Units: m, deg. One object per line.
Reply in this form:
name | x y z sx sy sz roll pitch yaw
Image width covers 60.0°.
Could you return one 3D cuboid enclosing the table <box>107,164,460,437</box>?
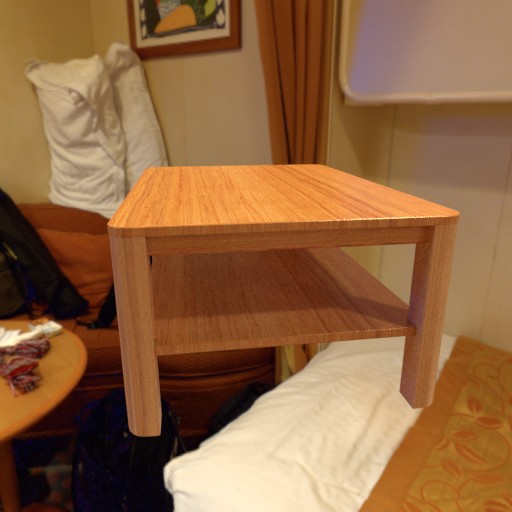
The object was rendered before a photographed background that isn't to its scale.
table | 0.000 0.000 1.361 0.696 0.445 0.997 -3 18 -9
